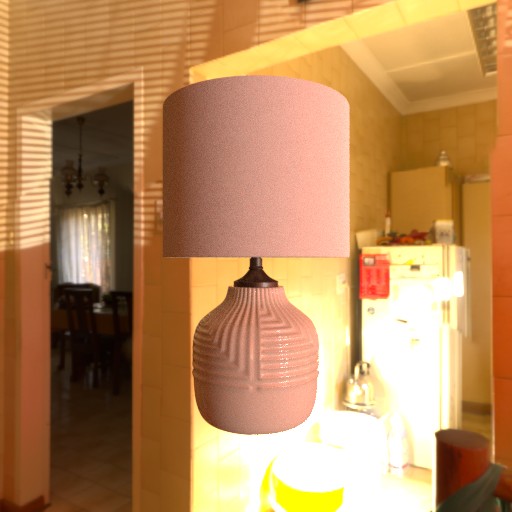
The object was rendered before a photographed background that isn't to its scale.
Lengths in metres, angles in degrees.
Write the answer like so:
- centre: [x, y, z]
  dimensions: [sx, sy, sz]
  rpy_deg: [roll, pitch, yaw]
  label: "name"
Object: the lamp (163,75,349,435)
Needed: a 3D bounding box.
- centre: [0.000, 0.000, 0.770]
  dimensions: [0.318, 0.567, 0.318]
  rpy_deg: [0, 0, 0]
  label: "lamp"
